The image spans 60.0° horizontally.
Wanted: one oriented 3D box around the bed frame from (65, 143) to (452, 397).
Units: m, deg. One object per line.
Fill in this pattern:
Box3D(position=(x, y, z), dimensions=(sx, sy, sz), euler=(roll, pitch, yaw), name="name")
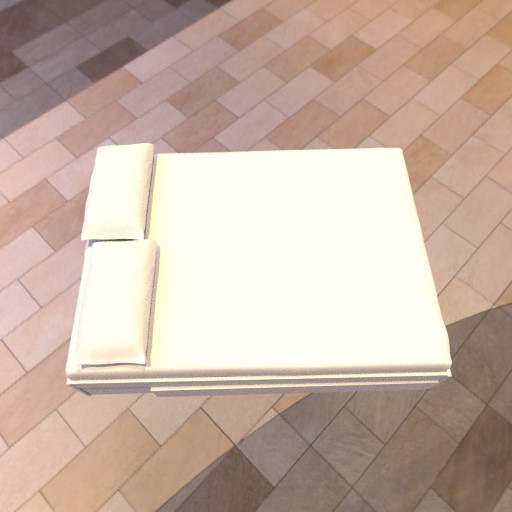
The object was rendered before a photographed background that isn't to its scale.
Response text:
Box3D(position=(0.000, 0.000, 2.583), dimensions=(1.950, 0.629, 1.450), euler=(-1, 62, -1), name="bed frame")
